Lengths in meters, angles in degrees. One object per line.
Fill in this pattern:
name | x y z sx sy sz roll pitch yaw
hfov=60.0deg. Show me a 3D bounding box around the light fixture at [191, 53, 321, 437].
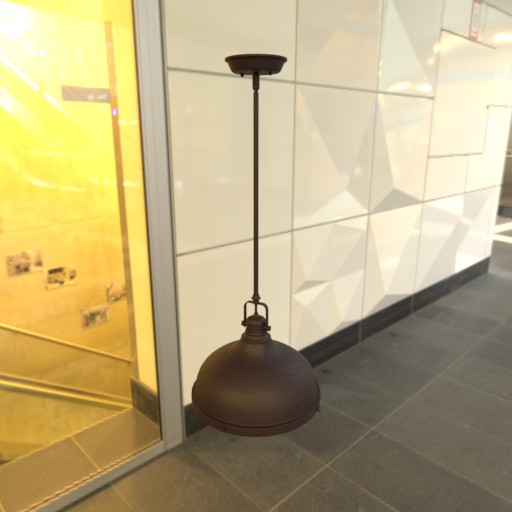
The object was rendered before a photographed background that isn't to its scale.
light fixture | 0.000 0.000 1.034 0.341 0.849 0.341 8 17 26
